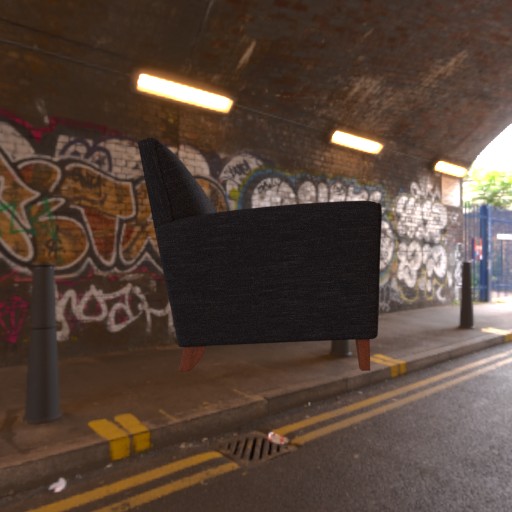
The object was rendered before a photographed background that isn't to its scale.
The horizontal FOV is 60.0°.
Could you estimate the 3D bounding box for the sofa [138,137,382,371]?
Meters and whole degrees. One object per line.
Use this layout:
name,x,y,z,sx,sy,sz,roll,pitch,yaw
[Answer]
sofa,0.000,0.000,2.532,0.875,0.846,1.976,0,0,-1
